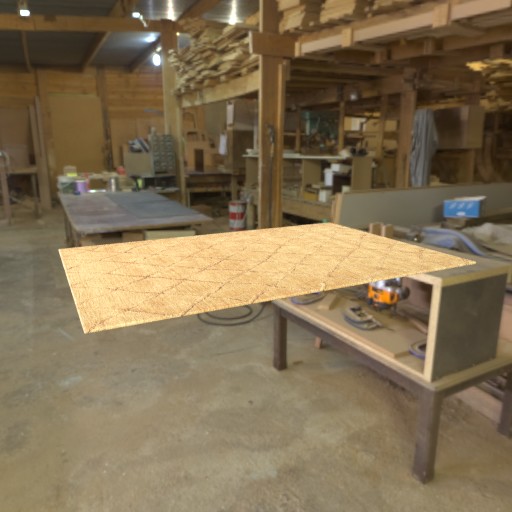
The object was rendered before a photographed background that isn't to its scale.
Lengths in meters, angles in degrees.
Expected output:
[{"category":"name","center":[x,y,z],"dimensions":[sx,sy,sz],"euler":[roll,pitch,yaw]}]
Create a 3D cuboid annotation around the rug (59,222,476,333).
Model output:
[{"category":"rug","center":[0.000,0.000,2.912],"dimensions":[2.292,0.014,1.528],"euler":[-7,16,-26]}]
